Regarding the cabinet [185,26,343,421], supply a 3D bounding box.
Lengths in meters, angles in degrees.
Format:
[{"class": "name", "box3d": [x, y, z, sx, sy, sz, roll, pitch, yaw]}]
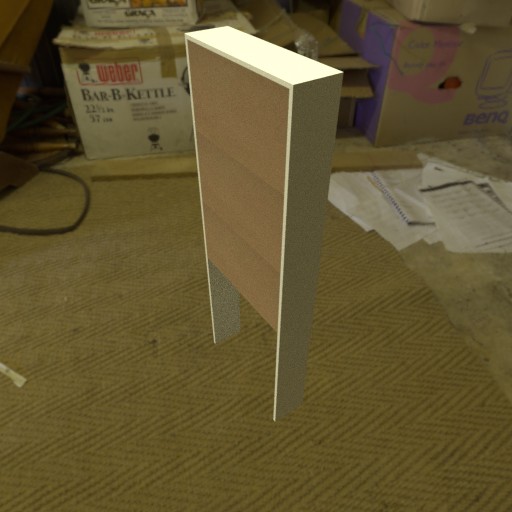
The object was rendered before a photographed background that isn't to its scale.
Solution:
[{"class": "cabinet", "box3d": [0.000, 0.000, 2.027, 0.192, 1.770, 0.643, -24, 46, -25]}]
